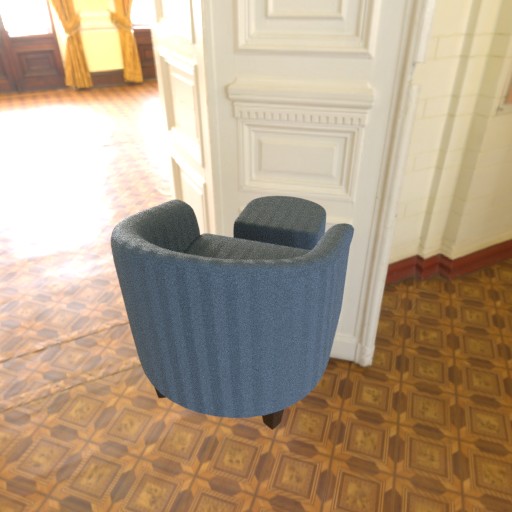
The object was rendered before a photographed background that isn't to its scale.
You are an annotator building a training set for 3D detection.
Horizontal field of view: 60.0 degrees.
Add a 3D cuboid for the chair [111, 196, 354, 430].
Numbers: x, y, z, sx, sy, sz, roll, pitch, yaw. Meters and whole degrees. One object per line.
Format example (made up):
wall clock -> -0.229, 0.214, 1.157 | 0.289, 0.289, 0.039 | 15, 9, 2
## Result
chair -> 0.000, 0.000, 1.832 | 0.756, 0.757, 1.288 | 10, 34, 15
